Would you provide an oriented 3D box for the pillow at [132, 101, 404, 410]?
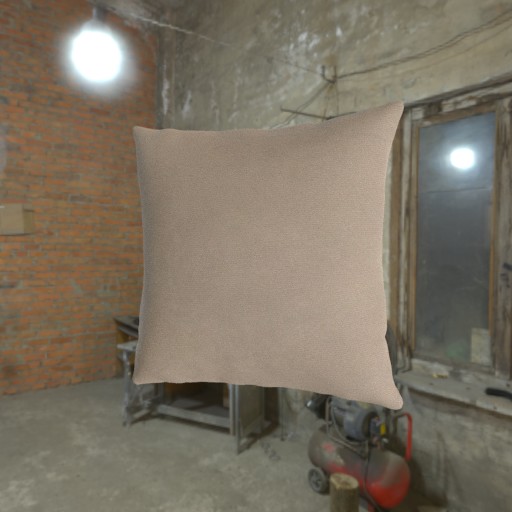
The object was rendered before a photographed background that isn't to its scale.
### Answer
[{"bbox_3d":[0.000,0.000,0.684,0.433,0.434,0.196,0,1,17],"label":"pillow"}]
